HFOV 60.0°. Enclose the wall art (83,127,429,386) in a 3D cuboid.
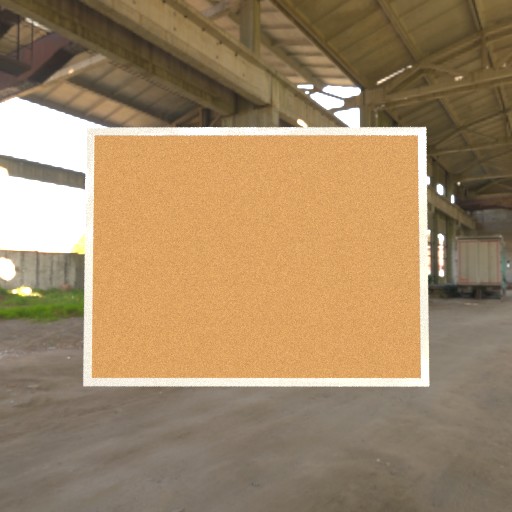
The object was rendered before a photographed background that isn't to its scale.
[{"bbox_3d":[0.000,0.000,1.372,1.041,0.787,0.053,0,-2,0],"label":"wall art"}]
